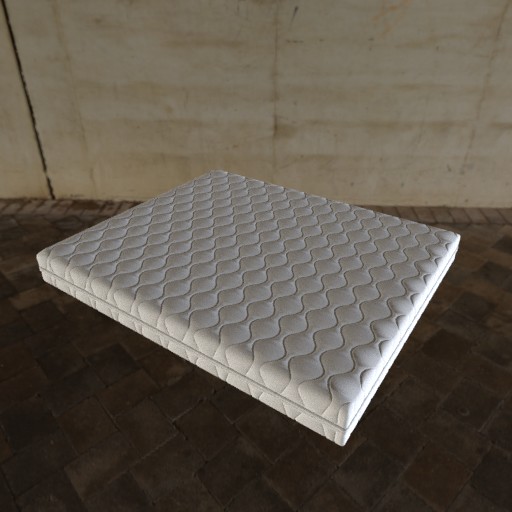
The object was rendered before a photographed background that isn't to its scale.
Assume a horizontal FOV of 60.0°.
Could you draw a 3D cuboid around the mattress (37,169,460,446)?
[{"bbox_3d":[0.000,0.000,2.604,1.900,0.200,1.600,20,37,29],"label":"mattress"}]
